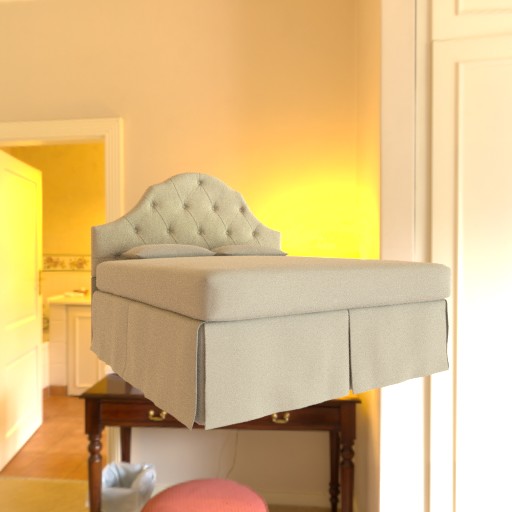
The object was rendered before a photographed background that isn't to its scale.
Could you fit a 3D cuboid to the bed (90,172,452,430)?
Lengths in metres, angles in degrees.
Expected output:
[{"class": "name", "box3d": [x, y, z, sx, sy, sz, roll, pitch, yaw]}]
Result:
[{"class": "bed", "box3d": [0.000, 0.000, 3.348, 2.012, 1.555, 2.086, 0, 1, -33]}]
